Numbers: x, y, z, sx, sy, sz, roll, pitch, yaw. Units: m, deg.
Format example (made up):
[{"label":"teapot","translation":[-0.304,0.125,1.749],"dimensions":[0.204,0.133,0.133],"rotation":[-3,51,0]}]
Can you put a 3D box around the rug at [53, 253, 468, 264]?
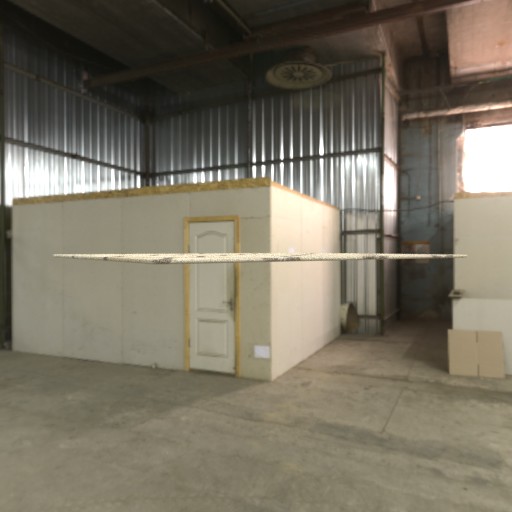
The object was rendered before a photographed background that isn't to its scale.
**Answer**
[{"label":"rug","translation":[0.000,0.000,4.074],"dimensions":[3.000,0.026,2.399],"rotation":[-1,1,-36]}]
